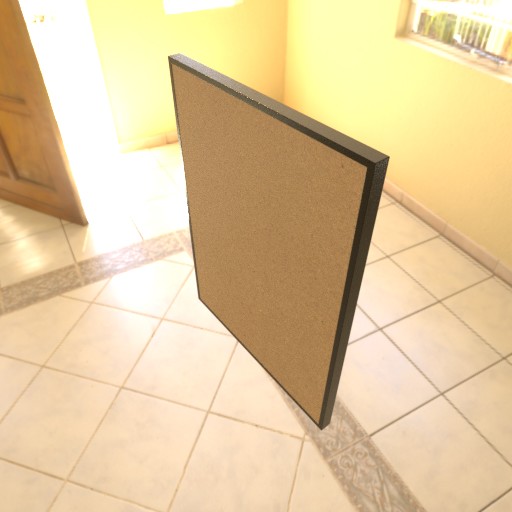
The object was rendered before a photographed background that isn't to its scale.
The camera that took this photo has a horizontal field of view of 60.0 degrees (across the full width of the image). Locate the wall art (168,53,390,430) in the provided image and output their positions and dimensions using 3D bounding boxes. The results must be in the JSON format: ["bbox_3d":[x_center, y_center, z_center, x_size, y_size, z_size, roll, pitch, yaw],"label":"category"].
[{"bbox_3d":[0.000,0.000,1.428,0.043,1.046,0.788,-28,49,-27],"label":"wall art"}]
